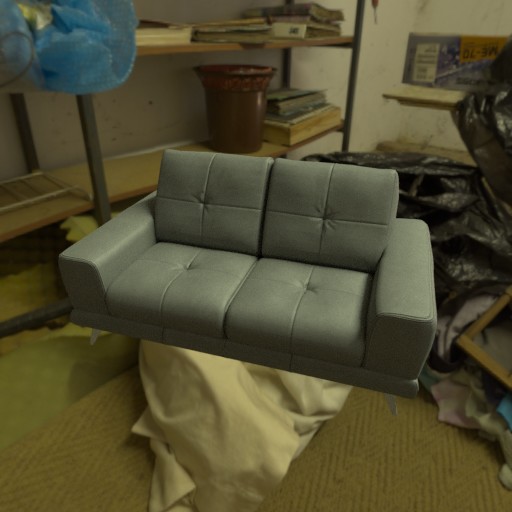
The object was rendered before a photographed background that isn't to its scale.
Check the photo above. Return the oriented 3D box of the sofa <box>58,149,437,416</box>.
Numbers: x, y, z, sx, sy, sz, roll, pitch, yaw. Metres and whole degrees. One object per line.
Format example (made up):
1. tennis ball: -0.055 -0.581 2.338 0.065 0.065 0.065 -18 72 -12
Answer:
1. sofa: 0.000 0.000 2.394 1.806 0.907 1.018 9 30 15
